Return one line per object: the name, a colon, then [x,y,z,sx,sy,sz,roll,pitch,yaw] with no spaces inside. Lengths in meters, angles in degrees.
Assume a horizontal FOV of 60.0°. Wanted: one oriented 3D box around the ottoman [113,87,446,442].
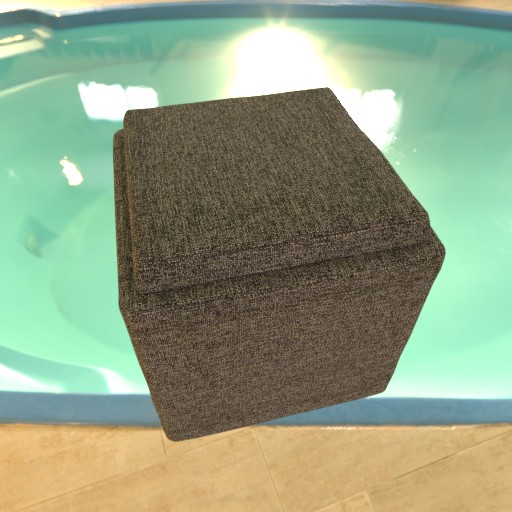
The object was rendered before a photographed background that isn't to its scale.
ottoman: [0.000,0.000,0.837,0.450,0.463,0.450,-10,47,-9]
